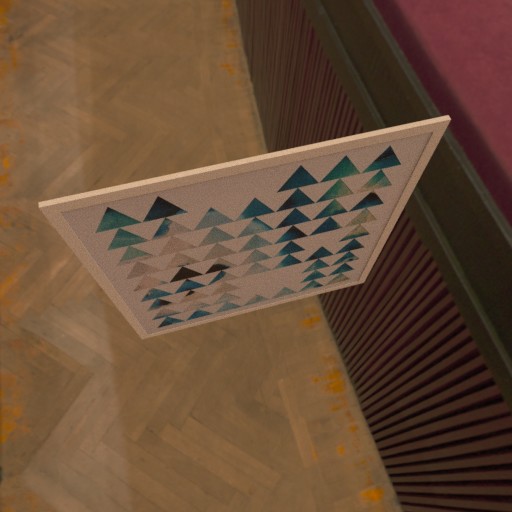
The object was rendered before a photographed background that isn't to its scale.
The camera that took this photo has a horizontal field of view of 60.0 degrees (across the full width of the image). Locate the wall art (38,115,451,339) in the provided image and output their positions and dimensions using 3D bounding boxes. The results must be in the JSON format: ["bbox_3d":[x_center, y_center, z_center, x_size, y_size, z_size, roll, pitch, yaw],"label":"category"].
[{"bbox_3d":[0.000,0.000,1.204,0.809,0.809,0.012,-14,64,-7],"label":"wall art"}]
